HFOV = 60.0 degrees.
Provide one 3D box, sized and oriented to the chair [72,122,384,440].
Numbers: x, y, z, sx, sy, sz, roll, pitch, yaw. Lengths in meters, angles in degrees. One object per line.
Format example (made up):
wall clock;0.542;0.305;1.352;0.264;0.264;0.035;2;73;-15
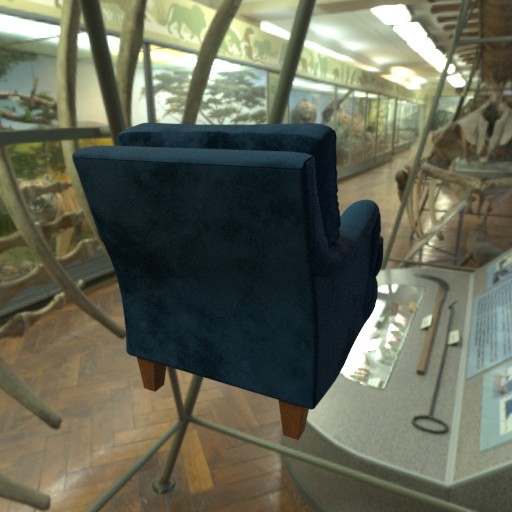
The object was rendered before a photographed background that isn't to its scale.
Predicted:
chair;0.000;0.000;1.865;0.895;1.076;1.078;9;19;26
